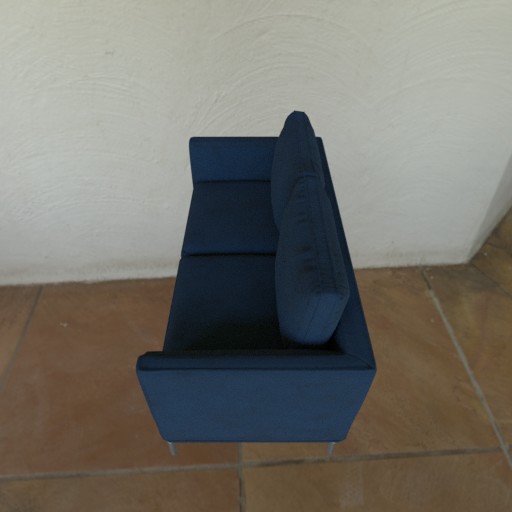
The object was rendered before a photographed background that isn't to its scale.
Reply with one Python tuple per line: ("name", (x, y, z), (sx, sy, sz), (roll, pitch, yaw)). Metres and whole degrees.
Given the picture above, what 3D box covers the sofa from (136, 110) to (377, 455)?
("sofa", (0.000, 0.000, 2.356), (0.853, 1.002, 1.770), (0, 42, 0))
